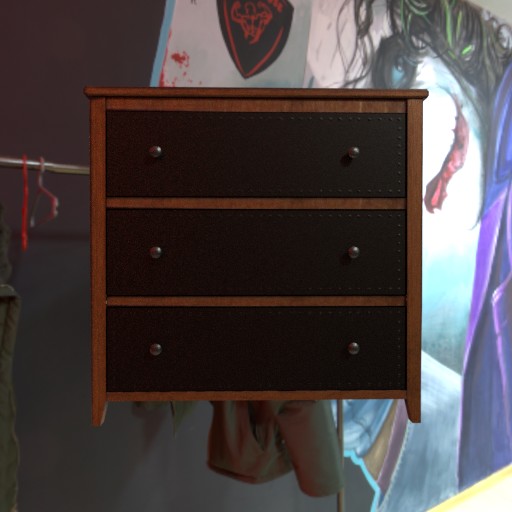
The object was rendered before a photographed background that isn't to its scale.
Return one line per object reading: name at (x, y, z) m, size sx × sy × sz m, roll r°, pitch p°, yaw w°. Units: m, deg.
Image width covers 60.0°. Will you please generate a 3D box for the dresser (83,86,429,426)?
dresser at (0.000, 0.000, 1.879) m, size 1.250 × 1.224 × 0.591 m, roll 0°, pitch 0°, yaw -1°
